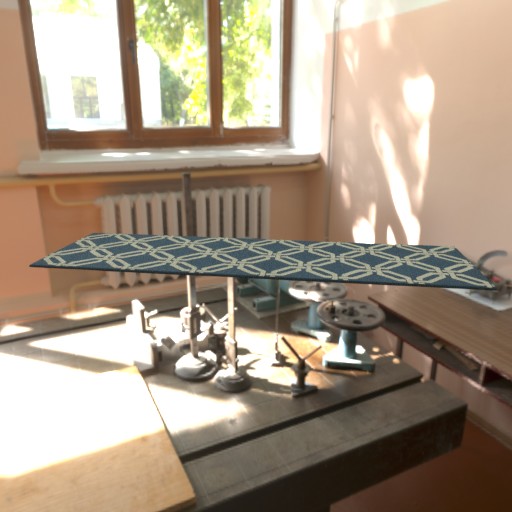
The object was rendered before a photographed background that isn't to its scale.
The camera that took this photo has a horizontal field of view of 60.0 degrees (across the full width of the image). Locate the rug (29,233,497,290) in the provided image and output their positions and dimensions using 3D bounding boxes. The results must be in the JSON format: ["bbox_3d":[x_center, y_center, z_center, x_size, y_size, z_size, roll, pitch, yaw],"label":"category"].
[{"bbox_3d":[0.000,0.000,2.452,2.276,0.014,0.678,2,18,8],"label":"rug"}]
